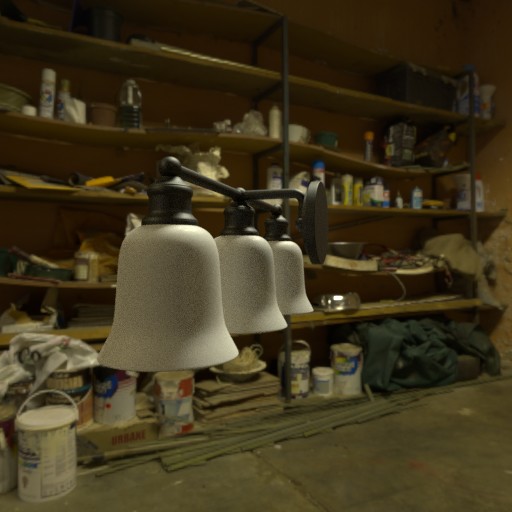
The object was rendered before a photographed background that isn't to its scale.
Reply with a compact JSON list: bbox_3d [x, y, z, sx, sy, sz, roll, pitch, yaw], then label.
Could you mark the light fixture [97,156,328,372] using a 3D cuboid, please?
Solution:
[{"bbox_3d":[0.000,0.000,0.662,0.198,0.211,0.570,0,0,18],"label":"light fixture"}]
